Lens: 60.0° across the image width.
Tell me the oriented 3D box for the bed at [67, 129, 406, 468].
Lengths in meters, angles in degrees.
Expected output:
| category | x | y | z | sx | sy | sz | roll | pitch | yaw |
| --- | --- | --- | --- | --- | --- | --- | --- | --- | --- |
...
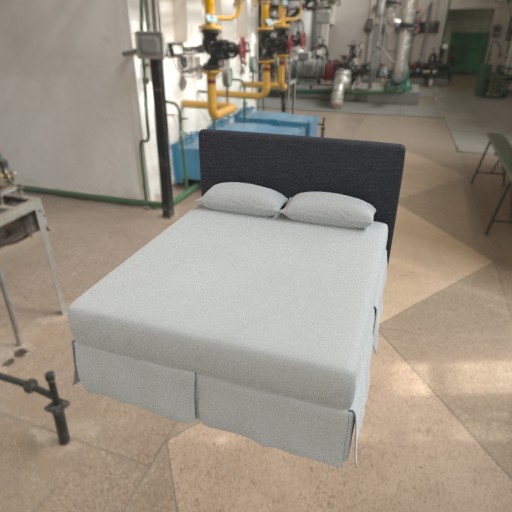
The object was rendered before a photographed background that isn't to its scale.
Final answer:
| category | x | y | z | sx | sy | sz | roll | pitch | yaw |
| --- | --- | --- | --- | --- | --- | --- | --- | --- | --- |
| bed | 0.000 | 0.000 | 3.249 | 1.884 | 1.330 | 2.142 | 9 | 29 | 17 |
